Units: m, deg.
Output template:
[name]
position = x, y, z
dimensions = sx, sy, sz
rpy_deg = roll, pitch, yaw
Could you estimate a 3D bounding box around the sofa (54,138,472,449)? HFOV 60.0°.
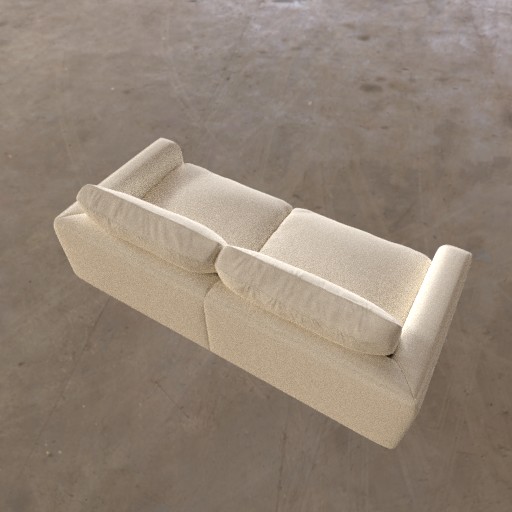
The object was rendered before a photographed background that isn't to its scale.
[sofa]
position = 0.000, 0.000, 2.675
dimensions = 2.262, 0.801, 1.070
rpy_deg = 24, 53, 20
